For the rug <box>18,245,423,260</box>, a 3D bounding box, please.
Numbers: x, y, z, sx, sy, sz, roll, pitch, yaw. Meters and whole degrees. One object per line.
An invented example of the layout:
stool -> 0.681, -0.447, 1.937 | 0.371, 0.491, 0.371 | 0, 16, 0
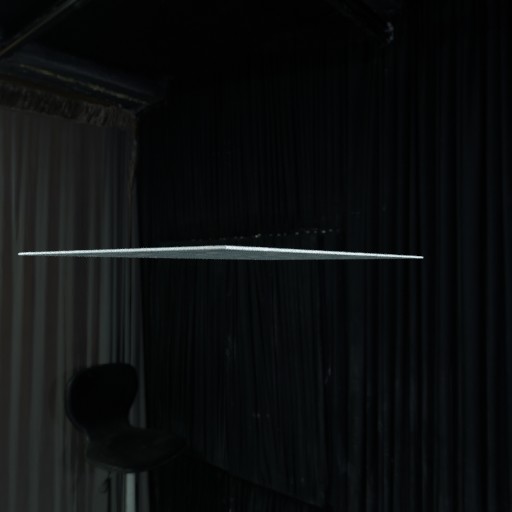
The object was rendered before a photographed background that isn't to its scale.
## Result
rug -> 0.000, 0.000, 3.019 | 1.528, 0.015, 2.443 | -1, -2, 36
